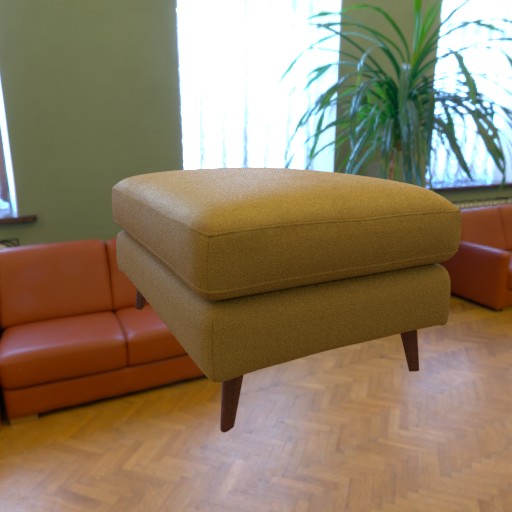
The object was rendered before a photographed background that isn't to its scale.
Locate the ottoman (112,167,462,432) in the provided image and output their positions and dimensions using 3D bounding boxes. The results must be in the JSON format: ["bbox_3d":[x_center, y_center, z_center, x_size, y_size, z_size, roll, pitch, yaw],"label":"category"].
[{"bbox_3d":[0.000,0.000,1.169,0.608,0.449,0.811,-7,16,-26],"label":"ottoman"}]
